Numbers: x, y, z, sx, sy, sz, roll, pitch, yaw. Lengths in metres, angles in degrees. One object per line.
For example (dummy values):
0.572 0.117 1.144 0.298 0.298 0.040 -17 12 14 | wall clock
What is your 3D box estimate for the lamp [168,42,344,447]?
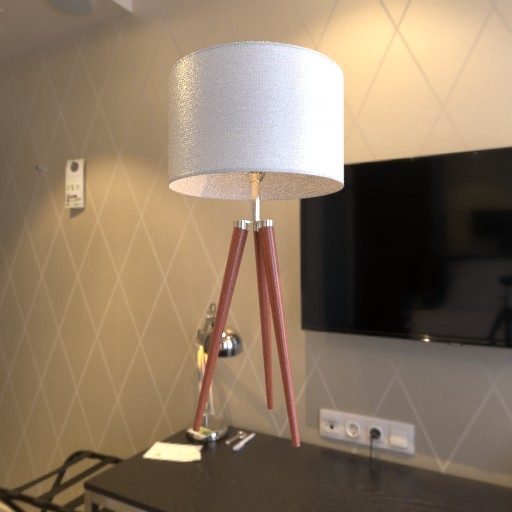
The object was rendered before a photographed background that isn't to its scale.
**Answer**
0.000 0.000 0.910 0.354 0.709 0.355 0 -1 -1 | lamp
